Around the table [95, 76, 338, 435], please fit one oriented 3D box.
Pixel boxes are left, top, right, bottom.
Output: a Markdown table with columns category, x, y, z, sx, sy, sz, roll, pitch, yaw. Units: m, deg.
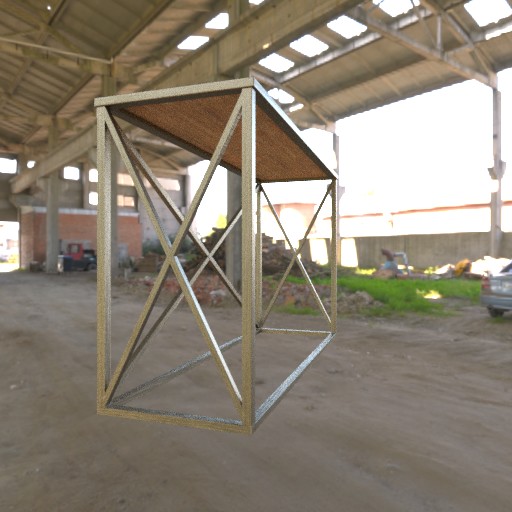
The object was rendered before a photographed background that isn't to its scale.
| category | x | y | z | sx | sy | sz | roll | pitch | yaw |
| --- | --- | --- | --- | --- | --- | --- | --- | --- | --- |
| table | 0.000 | 0.000 | 1.566 | 0.402 | 0.753 | 1.216 | 0 | 0 | 19 |
